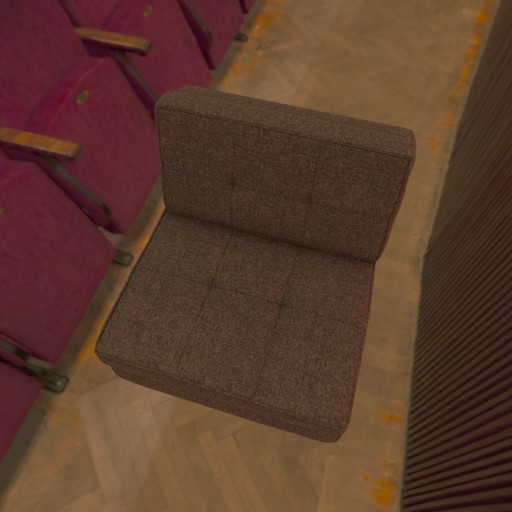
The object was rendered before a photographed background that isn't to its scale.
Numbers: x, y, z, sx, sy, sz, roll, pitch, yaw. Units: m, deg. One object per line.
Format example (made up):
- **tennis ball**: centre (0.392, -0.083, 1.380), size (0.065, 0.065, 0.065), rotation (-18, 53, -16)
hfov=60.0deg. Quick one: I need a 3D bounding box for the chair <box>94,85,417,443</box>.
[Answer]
- **chair**: centre (0.000, 0.000, 1.313), size (0.740, 0.615, 0.800), rotation (14, 59, 9)
